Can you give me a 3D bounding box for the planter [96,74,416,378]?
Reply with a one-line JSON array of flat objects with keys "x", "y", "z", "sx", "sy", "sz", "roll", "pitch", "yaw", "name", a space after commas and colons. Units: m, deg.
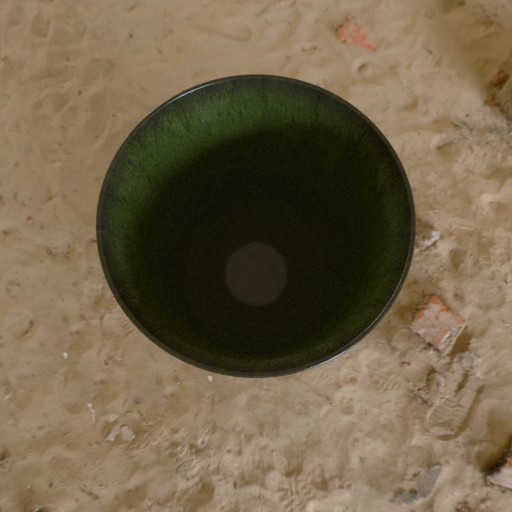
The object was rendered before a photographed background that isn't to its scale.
[{"x": 0.000, "y": 0.000, "z": 0.469, "sx": 0.245, "sy": 0.270, "sz": 0.245, "roll": 0, "pitch": 76, "yaw": 0, "name": "planter"}]
